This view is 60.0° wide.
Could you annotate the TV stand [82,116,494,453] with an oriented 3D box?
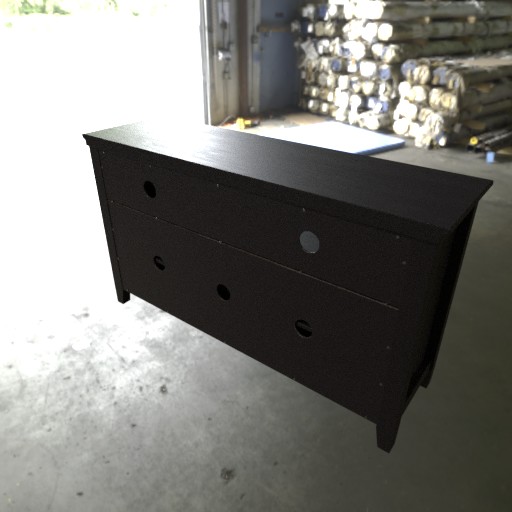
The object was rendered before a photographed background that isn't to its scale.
[{"bbox_3d":[0.000,0.000,1.444,1.198,0.681,0.347,21,35,32],"label":"TV stand"}]
